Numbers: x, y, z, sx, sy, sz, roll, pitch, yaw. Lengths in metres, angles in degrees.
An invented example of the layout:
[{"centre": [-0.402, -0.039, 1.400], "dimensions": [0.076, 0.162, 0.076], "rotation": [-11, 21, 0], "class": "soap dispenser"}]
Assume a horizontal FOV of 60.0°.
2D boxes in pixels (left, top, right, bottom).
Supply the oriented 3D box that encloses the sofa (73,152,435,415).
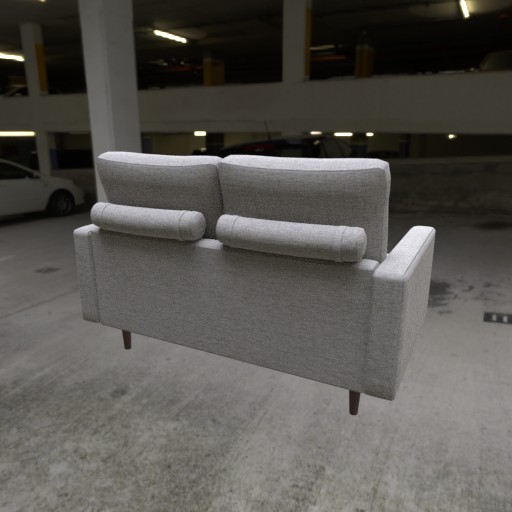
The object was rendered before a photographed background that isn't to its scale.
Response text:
[{"centre": [0.000, 0.000, 1.978], "dimensions": [1.407, 0.907, 0.842], "rotation": [8, 18, 26], "class": "sofa"}]
